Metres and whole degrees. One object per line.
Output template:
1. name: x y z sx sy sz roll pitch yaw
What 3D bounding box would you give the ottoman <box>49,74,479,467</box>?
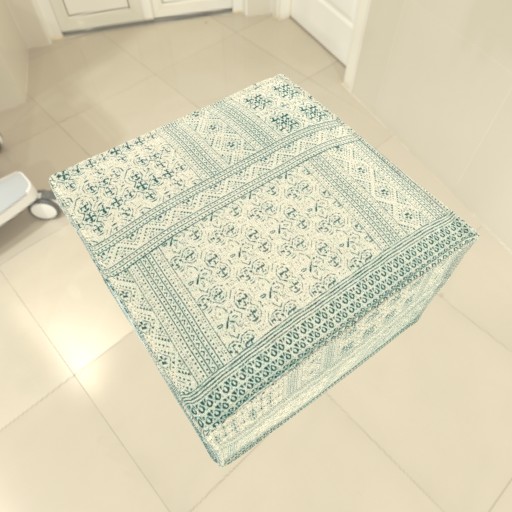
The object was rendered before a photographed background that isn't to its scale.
1. ottoman: 0.000 0.000 1.018 0.626 0.439 0.617 -31 62 -18
